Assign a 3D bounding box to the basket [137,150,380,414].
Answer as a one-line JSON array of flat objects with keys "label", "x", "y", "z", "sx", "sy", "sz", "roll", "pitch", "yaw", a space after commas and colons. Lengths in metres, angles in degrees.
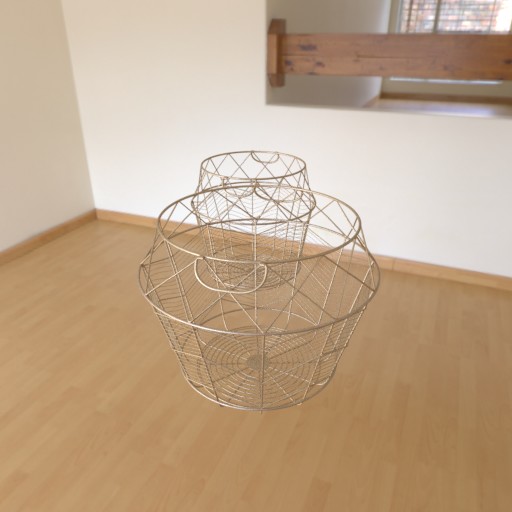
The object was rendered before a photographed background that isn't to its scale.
[{"label": "basket", "x": 0.000, "y": 0.000, "z": 1.038, "sx": 0.451, "sy": 0.343, "sz": 0.805, "roll": -1, "pitch": 27, "yaw": -2}]
